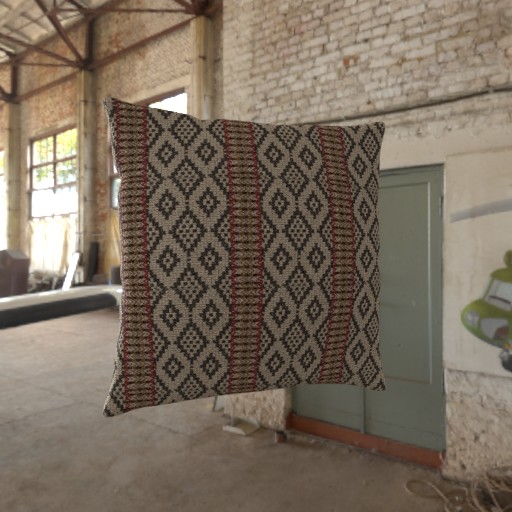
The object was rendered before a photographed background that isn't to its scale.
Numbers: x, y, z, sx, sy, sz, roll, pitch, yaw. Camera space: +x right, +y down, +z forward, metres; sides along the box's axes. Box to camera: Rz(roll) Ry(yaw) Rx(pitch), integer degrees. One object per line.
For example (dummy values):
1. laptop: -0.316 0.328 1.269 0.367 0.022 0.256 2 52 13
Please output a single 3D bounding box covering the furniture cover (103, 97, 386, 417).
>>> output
1. furniture cover: 0.000 0.000 0.769 0.503 0.506 0.182 0 0 -17
